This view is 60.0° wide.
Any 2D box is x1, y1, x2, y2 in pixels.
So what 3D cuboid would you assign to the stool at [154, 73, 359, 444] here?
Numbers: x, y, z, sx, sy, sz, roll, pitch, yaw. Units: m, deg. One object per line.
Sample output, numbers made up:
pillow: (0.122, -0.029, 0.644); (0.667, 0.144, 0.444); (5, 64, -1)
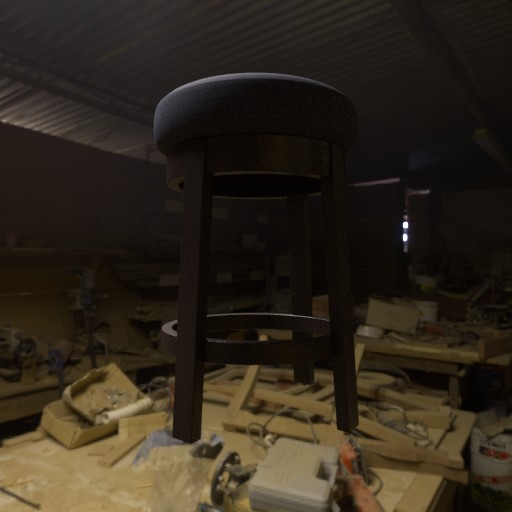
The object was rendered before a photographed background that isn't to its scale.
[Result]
stool: (0.000, 0.000, 0.955); (0.449, 0.655, 0.449); (0, 0, 0)
